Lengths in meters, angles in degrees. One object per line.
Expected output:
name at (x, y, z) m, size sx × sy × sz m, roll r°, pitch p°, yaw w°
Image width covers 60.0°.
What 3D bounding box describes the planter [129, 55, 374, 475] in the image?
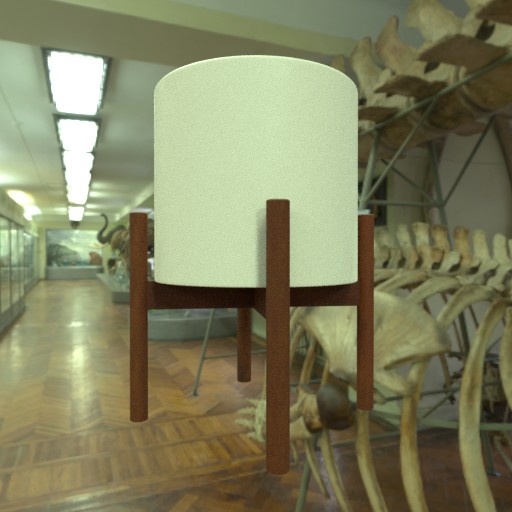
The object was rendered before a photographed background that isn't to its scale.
planter at (0.000, 0.000, 0.502) m, size 0.224 × 0.358 × 0.224 m, roll 0°, pitch 1°, yaw 37°
